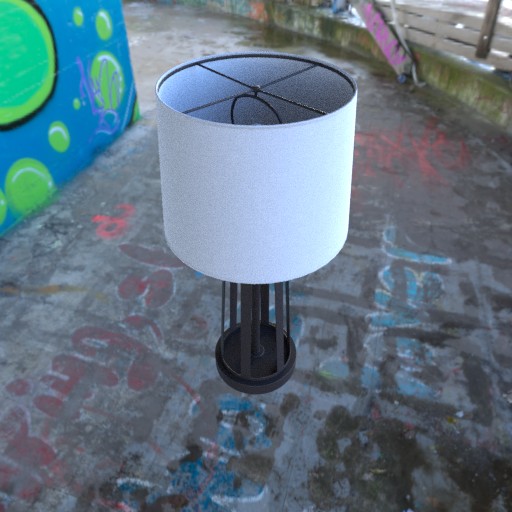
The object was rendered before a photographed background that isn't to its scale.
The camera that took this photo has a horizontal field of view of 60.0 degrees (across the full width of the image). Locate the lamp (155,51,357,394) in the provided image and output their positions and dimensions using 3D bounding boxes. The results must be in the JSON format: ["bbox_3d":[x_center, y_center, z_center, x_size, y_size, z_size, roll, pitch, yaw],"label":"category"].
[{"bbox_3d":[0.000,0.000,0.656,0.251,0.509,0.251,0,41,0],"label":"lamp"}]
